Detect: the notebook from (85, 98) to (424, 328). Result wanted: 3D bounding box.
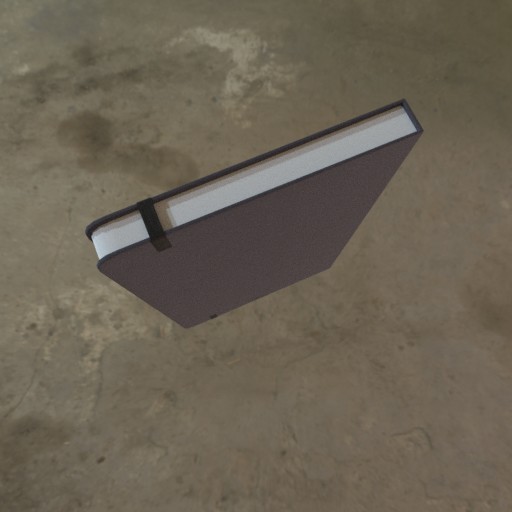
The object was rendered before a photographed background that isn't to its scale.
[{"bbox_3d":[0.000,0.000,0.259,0.127,0.213,0.016,-23,76,-6],"label":"notebook"}]
